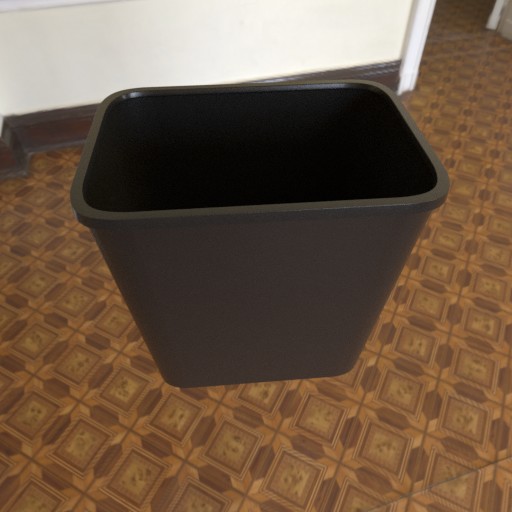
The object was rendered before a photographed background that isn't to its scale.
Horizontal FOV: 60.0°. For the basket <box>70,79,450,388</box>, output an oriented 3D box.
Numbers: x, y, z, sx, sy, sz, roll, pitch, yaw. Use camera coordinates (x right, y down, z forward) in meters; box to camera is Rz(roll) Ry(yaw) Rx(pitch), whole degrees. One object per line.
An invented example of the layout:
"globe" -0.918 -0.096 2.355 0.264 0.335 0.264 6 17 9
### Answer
"basket" 0.000 0.000 0.504 0.300 0.307 0.211 -3 46 -3
